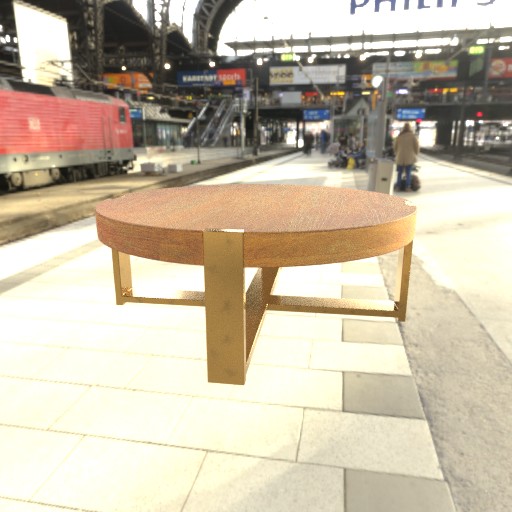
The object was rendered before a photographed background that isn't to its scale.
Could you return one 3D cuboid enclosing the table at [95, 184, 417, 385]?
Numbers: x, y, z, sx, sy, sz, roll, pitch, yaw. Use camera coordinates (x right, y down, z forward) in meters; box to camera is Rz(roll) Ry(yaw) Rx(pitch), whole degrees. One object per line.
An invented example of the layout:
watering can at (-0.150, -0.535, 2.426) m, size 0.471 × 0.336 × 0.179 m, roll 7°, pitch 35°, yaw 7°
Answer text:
table at (0.000, 0.000, 1.663) m, size 1.100 × 0.420 × 1.100 m, roll 0°, pitch 15°, yaw 0°
